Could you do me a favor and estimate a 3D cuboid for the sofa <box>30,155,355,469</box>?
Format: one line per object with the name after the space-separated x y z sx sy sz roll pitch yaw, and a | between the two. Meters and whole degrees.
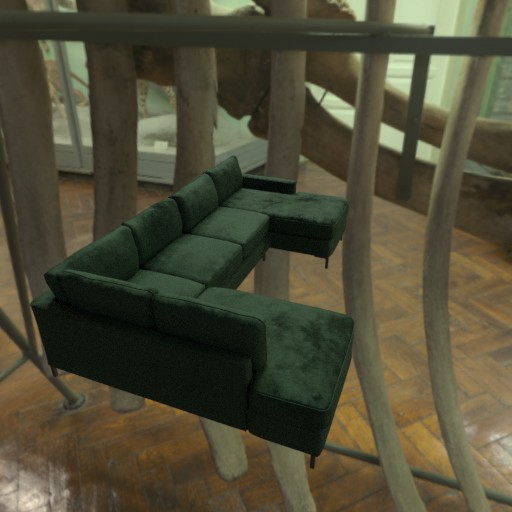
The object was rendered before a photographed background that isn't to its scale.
0.000 0.000 3.781 1.992 0.861 2.994 11 31 19 | sofa
